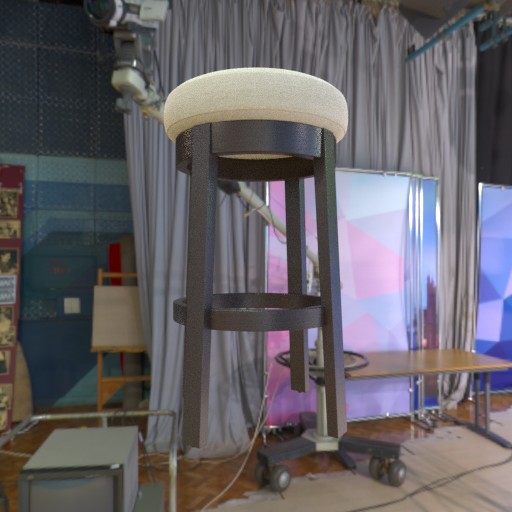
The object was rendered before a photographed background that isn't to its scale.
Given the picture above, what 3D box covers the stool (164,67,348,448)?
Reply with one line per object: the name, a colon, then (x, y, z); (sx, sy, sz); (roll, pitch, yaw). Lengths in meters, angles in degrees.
stool: (0.000, 0.000, 1.055); (0.446, 0.758, 0.446); (0, 0, 0)
